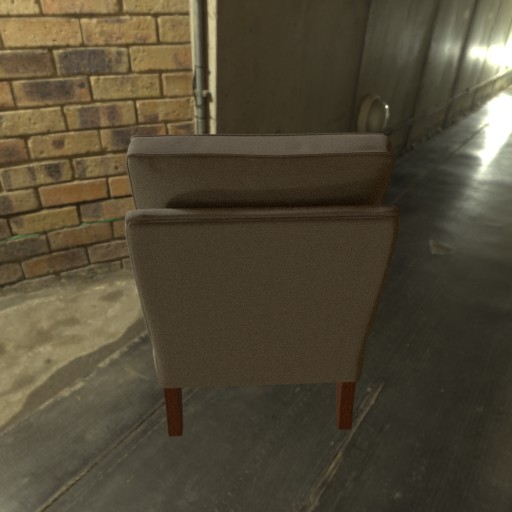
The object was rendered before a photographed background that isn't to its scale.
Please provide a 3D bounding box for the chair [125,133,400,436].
[{"bbox_3d":[0.000,0.000,1.663,0.724,1.045,0.924,-1,30,-2],"label":"chair"}]
